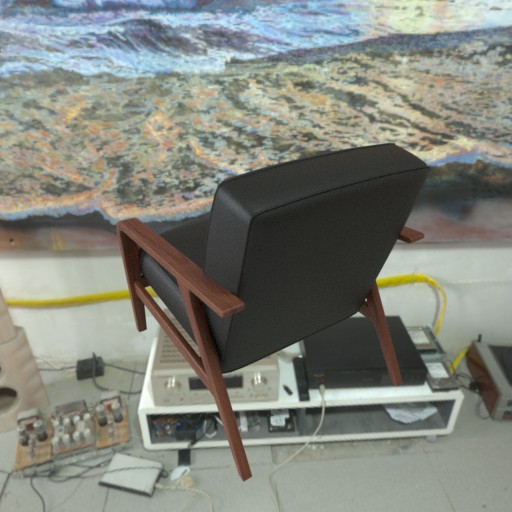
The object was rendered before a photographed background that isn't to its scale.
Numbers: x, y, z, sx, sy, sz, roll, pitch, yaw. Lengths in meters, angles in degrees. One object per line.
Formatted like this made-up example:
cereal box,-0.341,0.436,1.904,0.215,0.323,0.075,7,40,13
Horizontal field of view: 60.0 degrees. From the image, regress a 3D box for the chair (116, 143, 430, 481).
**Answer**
chair,0.000,0.000,1.547,0.719,0.861,0.889,-18,34,-29
